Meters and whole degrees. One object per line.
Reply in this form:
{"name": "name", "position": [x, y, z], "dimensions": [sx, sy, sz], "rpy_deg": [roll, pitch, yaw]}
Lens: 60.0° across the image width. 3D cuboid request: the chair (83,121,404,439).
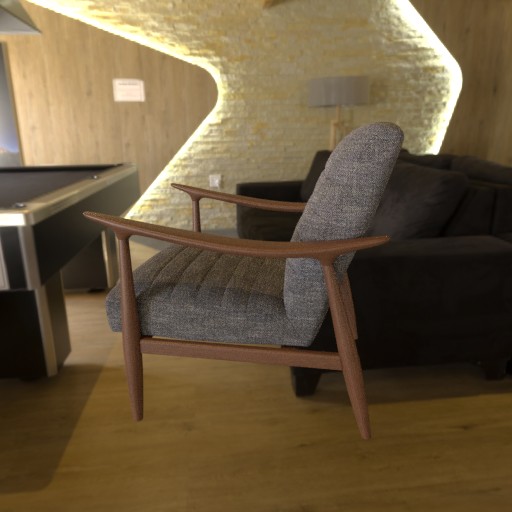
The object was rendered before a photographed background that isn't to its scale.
{"name": "chair", "position": [0.000, 0.000, 1.449], "dimensions": [0.798, 0.832, 0.741], "rpy_deg": [2, 16, 9]}
